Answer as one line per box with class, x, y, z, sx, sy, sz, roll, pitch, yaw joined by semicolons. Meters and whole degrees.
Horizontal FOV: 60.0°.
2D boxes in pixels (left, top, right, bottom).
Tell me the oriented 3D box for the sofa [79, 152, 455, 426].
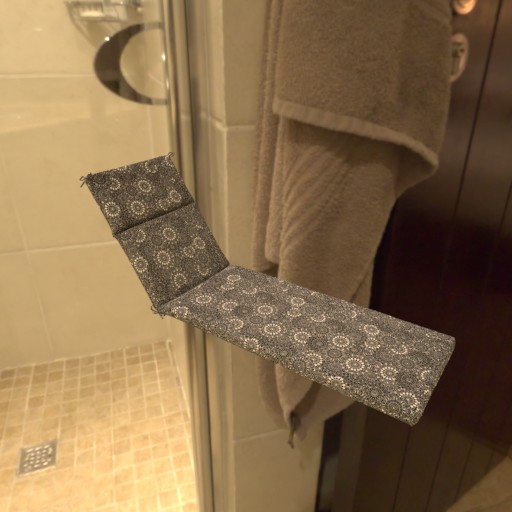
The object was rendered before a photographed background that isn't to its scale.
sofa;0.000;0.000;1.955;1.663;0.622;0.582;17;31;31
